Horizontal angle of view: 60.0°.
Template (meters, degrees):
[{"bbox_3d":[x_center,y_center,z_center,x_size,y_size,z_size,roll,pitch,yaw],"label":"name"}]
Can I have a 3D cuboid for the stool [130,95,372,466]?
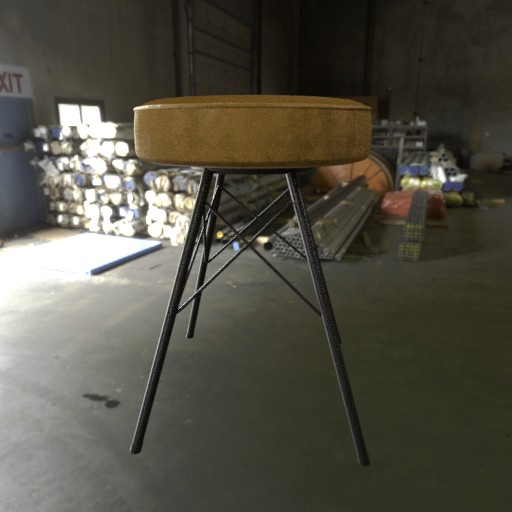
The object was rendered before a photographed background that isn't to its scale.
[{"bbox_3d":[0.000,0.000,0.894,0.438,0.595,0.472,2,16,6],"label":"stool"}]
